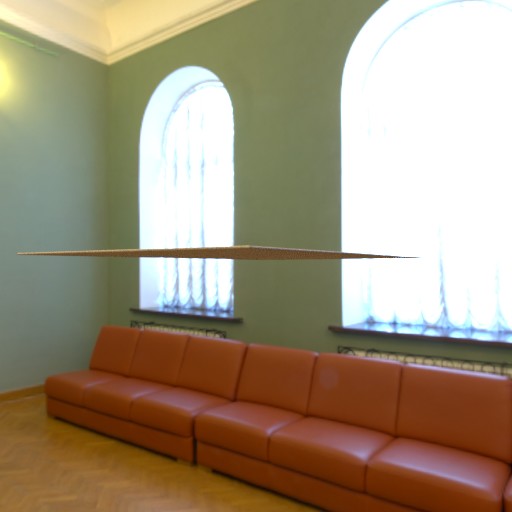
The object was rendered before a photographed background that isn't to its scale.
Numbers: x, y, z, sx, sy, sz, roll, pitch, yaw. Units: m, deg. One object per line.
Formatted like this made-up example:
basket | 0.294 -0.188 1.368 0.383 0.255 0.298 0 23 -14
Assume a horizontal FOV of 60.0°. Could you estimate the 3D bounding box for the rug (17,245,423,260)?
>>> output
rug | 0.000 0.000 2.311 1.236 0.009 1.839 -1 -2 35
